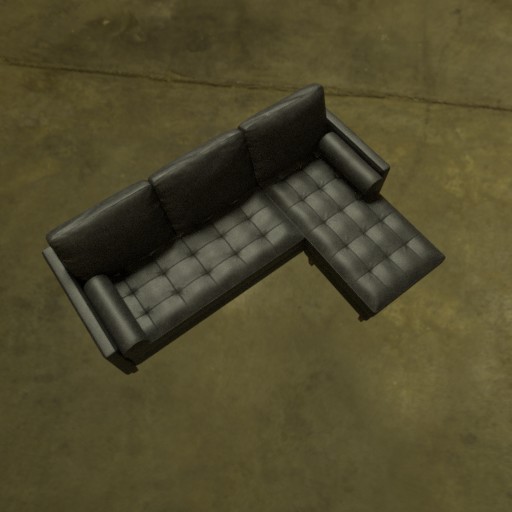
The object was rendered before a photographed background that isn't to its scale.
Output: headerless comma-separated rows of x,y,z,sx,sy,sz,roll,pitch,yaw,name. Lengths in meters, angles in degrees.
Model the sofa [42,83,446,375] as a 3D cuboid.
0.000,0.000,2.872,2.178,0.876,1.497,-34,69,-15,sofa
